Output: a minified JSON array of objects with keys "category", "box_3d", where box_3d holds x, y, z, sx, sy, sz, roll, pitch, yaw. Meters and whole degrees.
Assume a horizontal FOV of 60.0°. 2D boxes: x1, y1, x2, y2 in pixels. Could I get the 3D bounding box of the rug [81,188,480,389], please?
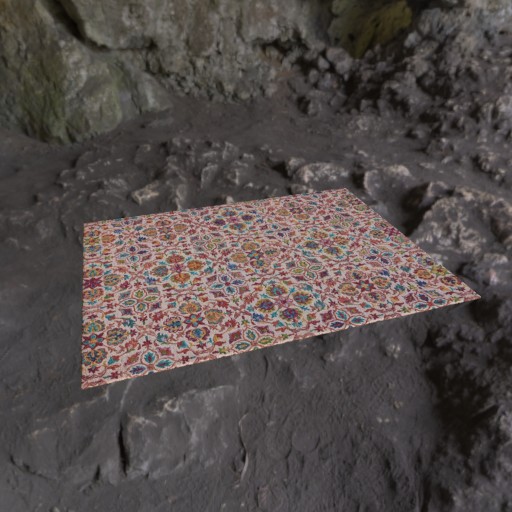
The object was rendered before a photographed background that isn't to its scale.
[{"category":"rug","box_3d":[0.000,0.000,4.318,3.215,0.020,2.446,-10,33,-15]}]
